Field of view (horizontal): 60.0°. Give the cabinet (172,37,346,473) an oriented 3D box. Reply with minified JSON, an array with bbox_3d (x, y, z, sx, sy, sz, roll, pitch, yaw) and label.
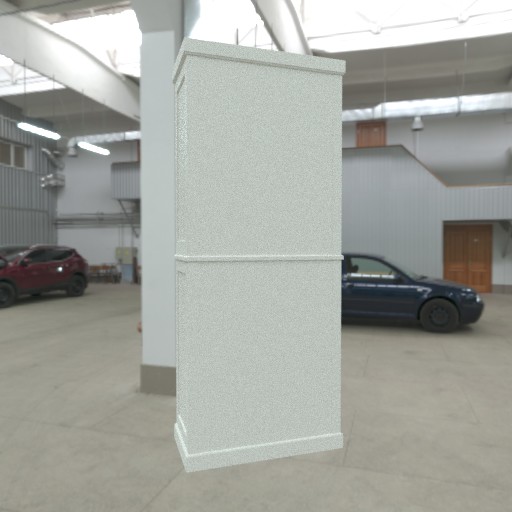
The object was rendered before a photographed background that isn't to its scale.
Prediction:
[{"bbox_3d":[0.000,0.000,2.160,0.754,1.829,0.390,0,1,-18],"label":"cabinet"}]
